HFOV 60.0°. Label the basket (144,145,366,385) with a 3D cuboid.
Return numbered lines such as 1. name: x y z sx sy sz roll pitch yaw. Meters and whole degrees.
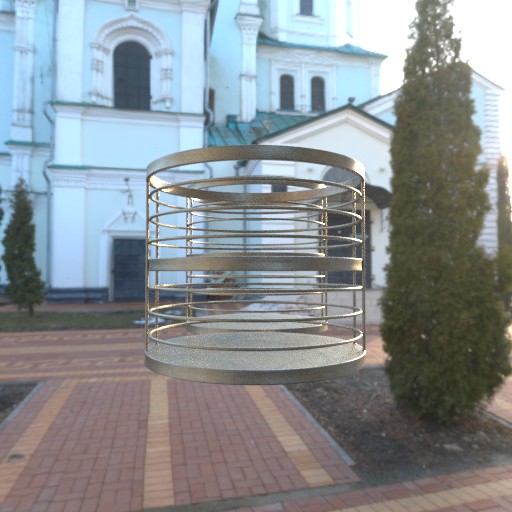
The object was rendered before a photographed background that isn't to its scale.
1. basket: 0.000 0.000 0.933 0.356 0.351 0.746 0 -2 0
